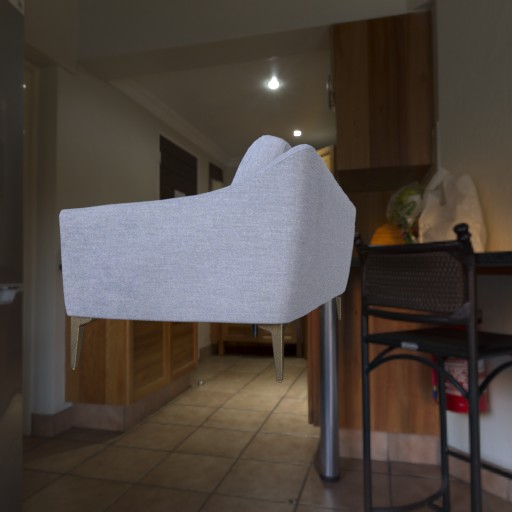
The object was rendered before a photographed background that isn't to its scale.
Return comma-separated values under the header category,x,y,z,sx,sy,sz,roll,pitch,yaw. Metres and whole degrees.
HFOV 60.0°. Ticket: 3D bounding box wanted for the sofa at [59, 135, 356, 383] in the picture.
category,x,y,z,sx,sy,sz,roll,pitch,yaw
sofa,0.000,0.000,2.517,0.980,0.913,2.036,0,-1,17
